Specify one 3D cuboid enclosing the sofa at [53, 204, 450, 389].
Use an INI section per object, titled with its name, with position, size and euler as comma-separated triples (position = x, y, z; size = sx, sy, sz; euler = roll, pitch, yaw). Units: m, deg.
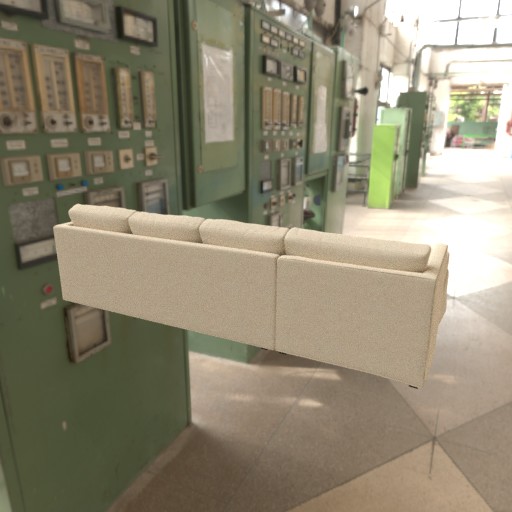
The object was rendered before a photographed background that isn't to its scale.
[sofa]
position = 0.000, 0.000, 3.999
size = 3.205, 0.922, 1.650
euler = 8, 18, 25
